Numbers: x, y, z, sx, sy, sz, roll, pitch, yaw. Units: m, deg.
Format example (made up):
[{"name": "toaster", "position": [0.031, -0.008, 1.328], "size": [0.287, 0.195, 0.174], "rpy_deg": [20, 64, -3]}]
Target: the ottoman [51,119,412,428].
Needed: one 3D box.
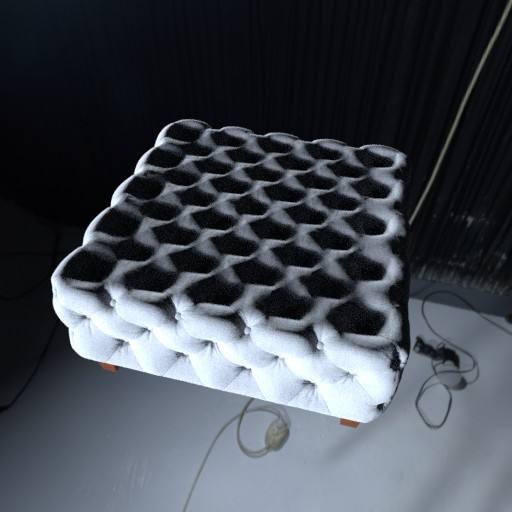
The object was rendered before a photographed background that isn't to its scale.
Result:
[{"name": "ottoman", "position": [0.000, 0.000, 1.197], "size": [0.764, 0.365, 0.758], "rpy_deg": [10, 46, 10]}]
